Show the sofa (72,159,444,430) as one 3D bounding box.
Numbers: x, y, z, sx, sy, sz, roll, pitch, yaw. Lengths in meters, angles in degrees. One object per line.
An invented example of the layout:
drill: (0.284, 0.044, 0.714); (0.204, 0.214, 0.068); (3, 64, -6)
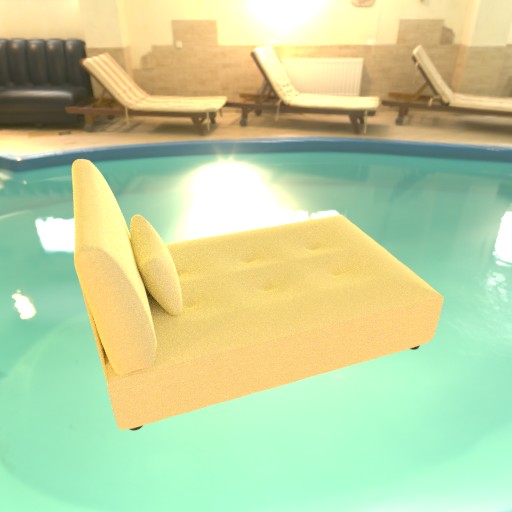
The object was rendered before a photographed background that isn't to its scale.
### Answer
sofa: (0.000, 0.000, 2.031); (1.450, 0.820, 0.930); (-11, 33, -17)
